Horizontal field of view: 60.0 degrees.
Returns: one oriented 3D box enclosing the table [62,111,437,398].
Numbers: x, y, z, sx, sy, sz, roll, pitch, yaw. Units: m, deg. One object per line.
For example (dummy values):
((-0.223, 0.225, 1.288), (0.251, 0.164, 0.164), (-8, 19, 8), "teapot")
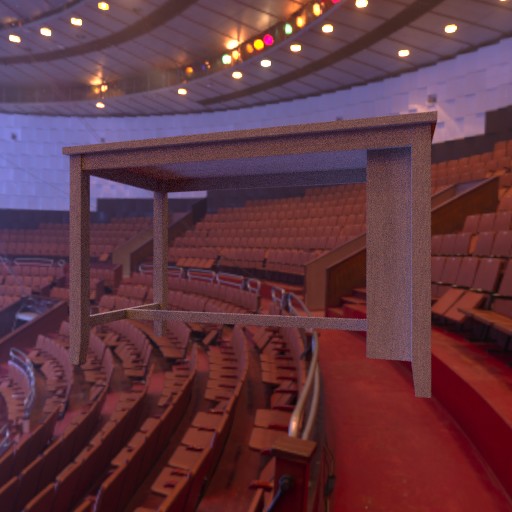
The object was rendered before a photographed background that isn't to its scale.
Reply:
((0.000, 0.000, 1.904), (1.397, 0.874, 0.729), (0, 0, 18), "table")
